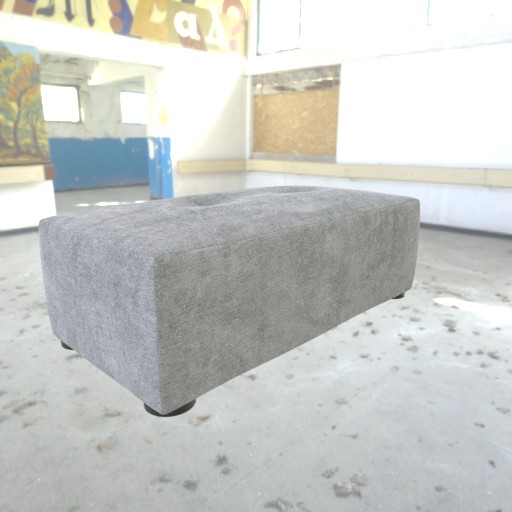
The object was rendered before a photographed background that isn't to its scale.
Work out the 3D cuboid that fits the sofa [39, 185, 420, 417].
[{"bbox_3d":[0.000,0.000,1.165,0.480,0.330,0.930,14,21,43],"label":"sofa"}]
